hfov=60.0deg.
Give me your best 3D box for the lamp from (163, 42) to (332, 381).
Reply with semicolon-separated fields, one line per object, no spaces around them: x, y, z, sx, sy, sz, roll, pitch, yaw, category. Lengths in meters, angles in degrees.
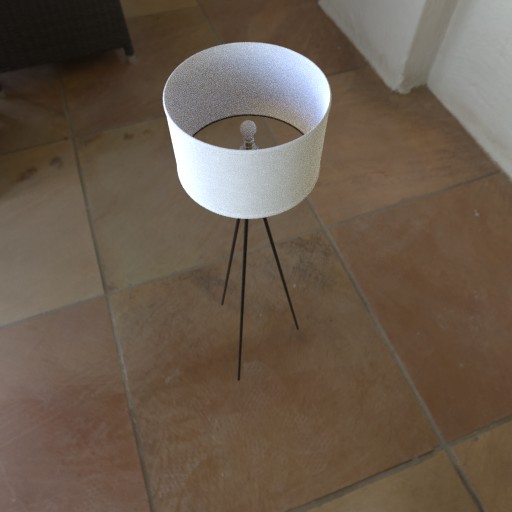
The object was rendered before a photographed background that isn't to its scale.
0.000;0.000;1.735;0.458;1.545;0.448;-15;59;-9;lamp
